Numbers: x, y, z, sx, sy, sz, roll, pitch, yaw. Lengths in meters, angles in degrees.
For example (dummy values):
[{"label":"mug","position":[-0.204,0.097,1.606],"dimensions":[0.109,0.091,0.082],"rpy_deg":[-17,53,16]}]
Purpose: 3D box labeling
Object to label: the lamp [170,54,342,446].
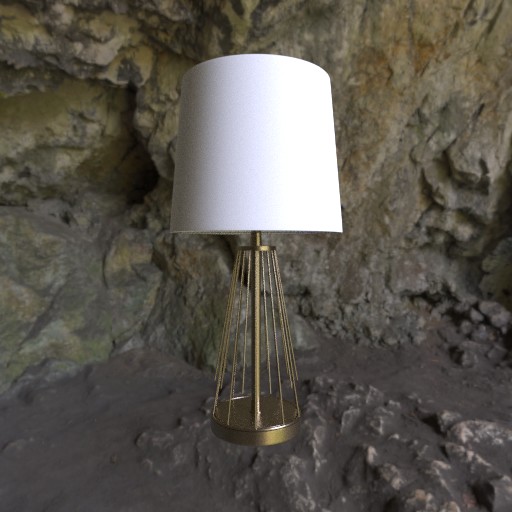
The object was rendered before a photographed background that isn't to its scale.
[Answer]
[{"label":"lamp","position":[0.000,0.000,0.794],"dimensions":[0.303,0.618,0.303],"rpy_deg":[0,2,0]}]
